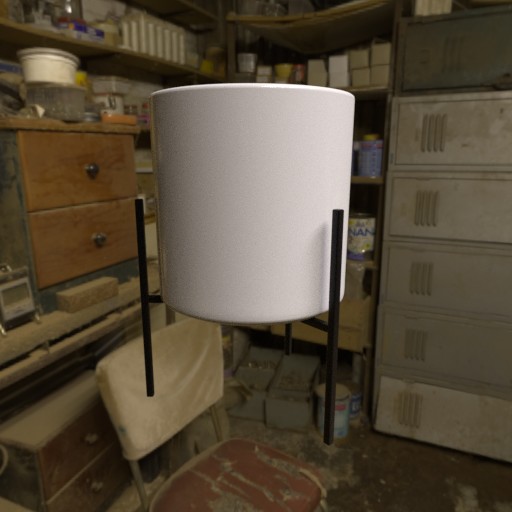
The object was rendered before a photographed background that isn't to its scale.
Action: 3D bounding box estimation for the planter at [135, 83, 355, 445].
[{"bbox_3d":[0.000,0.000,0.529,0.239,0.356,0.239,6,15,25],"label":"planter"}]
